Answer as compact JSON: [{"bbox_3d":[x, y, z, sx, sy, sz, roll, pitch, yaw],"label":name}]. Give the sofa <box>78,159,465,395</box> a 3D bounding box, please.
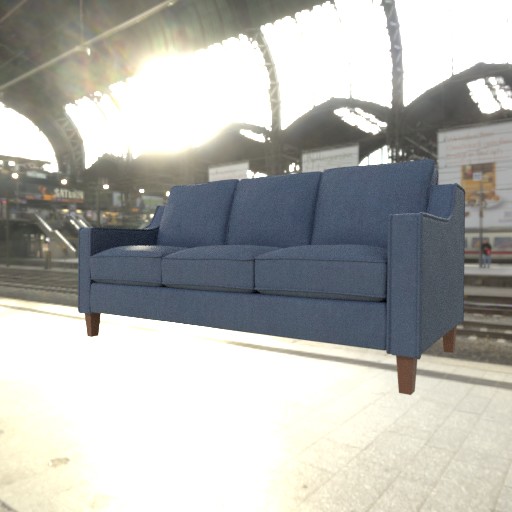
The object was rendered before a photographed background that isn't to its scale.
[{"bbox_3d":[0.000,0.000,2.459,1.986,0.974,0.911,1,1,34],"label":"sofa"}]
